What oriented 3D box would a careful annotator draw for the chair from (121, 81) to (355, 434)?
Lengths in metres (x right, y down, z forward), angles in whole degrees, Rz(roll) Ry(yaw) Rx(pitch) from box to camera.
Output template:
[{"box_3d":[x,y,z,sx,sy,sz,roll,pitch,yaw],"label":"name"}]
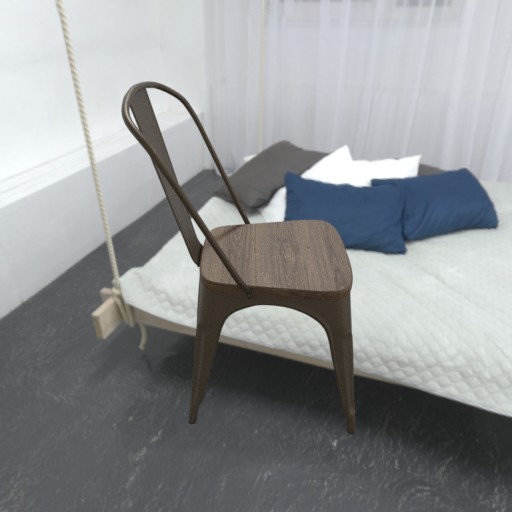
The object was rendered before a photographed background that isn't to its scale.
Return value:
[{"box_3d":[0.000,0.000,1.158,0.532,0.844,0.451,0,31,0],"label":"chair"}]
